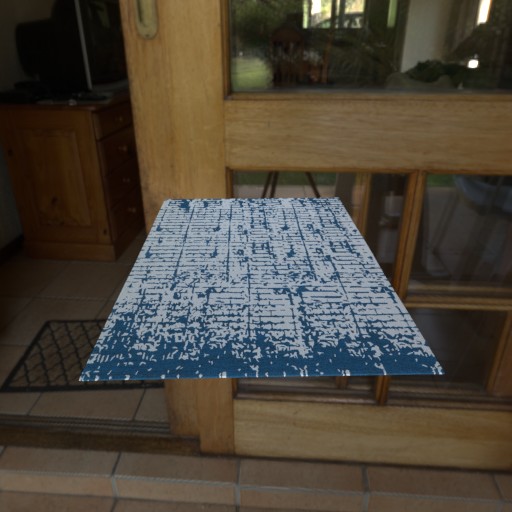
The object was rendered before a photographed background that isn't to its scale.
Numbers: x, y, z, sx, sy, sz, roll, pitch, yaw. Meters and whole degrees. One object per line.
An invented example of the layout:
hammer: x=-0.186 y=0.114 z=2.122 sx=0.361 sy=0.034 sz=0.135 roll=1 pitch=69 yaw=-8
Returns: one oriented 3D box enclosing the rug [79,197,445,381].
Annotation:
rug: x=0.000 y=0.000 z=2.295 sx=1.220 sy=0.007 sz=1.828 roll=-1 pitch=26 yaw=-1
